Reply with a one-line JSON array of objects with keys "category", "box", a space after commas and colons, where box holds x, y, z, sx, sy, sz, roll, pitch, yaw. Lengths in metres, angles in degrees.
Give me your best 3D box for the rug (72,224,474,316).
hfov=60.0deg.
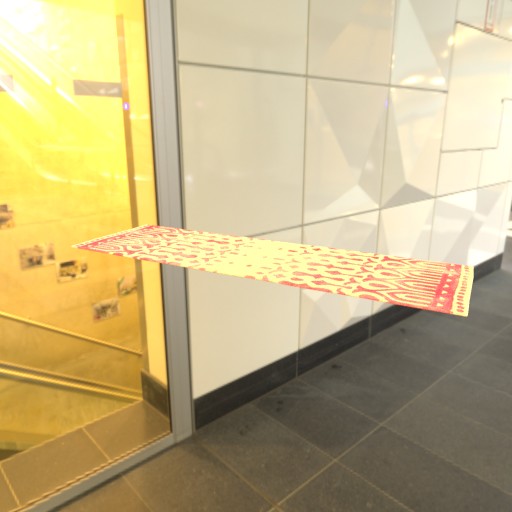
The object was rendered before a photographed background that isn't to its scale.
[{"category": "rug", "box": [0.000, 0.000, 2.774, 2.458, 0.011, 0.787, 8, 18, 27]}]
